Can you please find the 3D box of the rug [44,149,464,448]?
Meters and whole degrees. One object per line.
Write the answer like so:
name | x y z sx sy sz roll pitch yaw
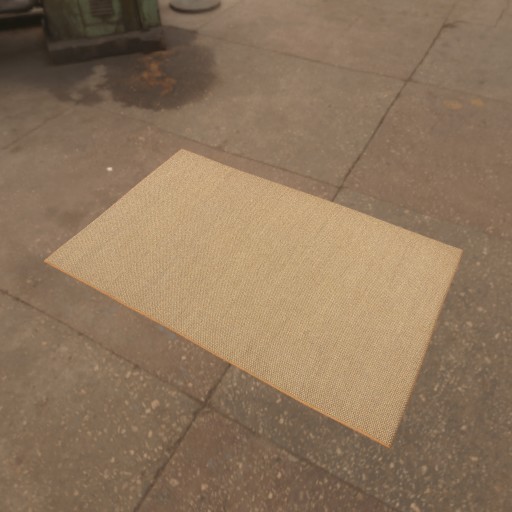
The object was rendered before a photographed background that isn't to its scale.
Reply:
rug | 0.000 0.000 2.091 1.678 0.013 1.078 23 52 20
